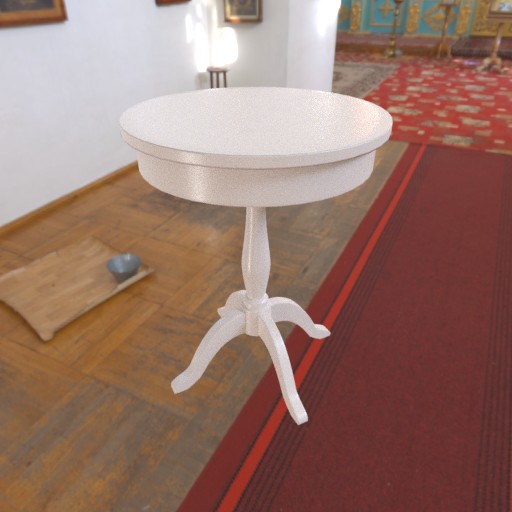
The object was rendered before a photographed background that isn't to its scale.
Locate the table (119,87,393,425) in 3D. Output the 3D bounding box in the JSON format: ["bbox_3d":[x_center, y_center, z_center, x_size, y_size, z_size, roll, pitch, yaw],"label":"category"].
[{"bbox_3d":[0.000,0.000,1.028,0.513,0.653,0.513,0,31,0],"label":"table"}]
